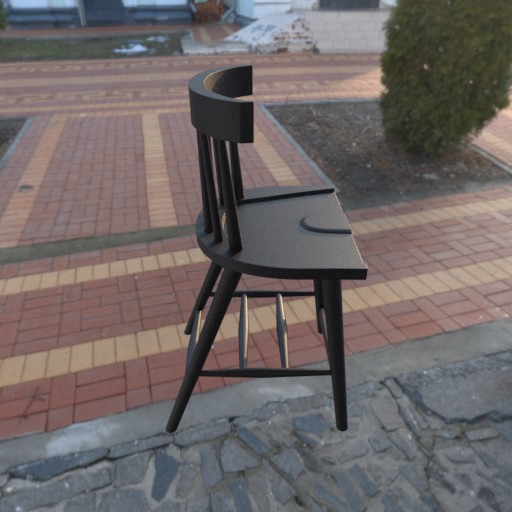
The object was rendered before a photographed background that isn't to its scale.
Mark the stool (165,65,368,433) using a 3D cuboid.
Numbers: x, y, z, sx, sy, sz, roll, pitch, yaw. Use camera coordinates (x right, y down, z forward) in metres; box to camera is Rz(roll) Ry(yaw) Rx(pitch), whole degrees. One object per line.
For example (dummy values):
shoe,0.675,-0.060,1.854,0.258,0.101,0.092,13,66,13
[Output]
stool,0.000,0.000,1.273,0.549,0.953,0.494,0,31,-1
